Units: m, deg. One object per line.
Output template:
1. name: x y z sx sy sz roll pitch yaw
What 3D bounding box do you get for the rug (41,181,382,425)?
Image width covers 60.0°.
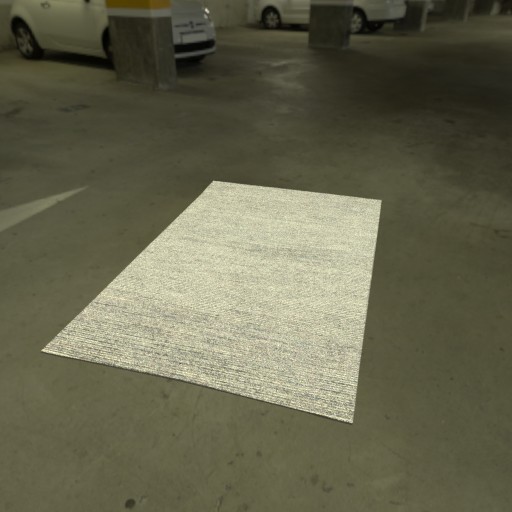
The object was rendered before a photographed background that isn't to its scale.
1. rug: 0.000 0.000 2.253 1.159 0.021 1.789 9 32 14
